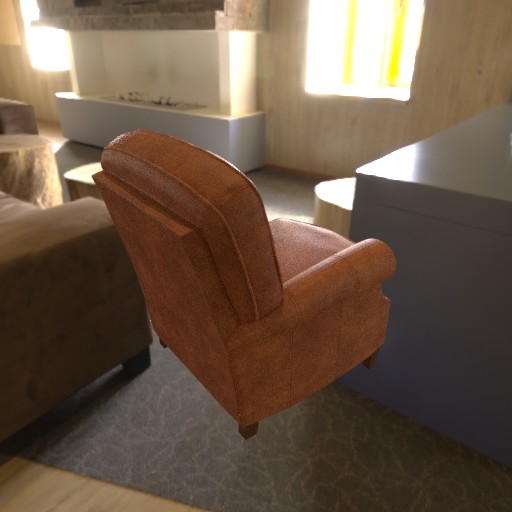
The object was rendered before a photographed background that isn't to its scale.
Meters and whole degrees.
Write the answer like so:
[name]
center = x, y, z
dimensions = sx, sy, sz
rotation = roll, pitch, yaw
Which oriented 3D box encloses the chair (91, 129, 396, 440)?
[chair]
center = 0.000, 0.000, 1.776
dimensions = 0.986, 1.018, 0.936
rotation = -19, 32, -32
